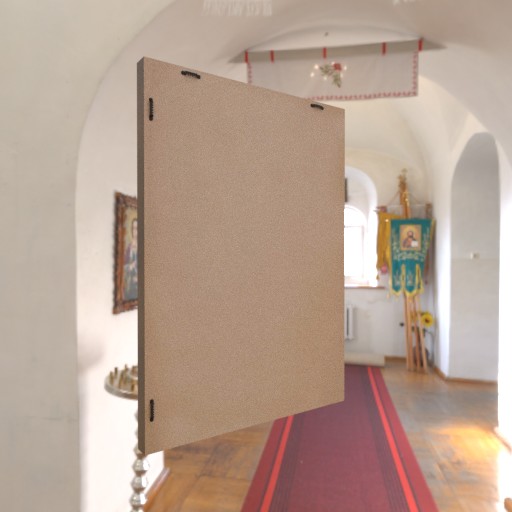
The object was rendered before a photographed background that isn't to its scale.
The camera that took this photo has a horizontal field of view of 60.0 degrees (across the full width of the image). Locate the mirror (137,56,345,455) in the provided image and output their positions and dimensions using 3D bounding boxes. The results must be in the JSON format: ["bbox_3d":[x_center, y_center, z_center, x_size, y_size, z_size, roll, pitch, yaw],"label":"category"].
[{"bbox_3d":[0.000,0.000,0.946,0.507,0.710,0.040,0,1,-35],"label":"mirror"}]
